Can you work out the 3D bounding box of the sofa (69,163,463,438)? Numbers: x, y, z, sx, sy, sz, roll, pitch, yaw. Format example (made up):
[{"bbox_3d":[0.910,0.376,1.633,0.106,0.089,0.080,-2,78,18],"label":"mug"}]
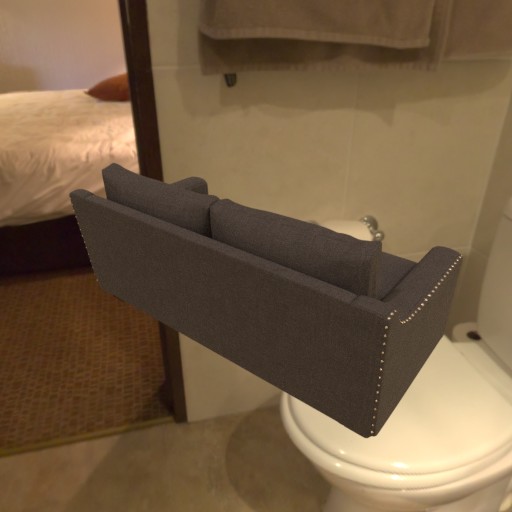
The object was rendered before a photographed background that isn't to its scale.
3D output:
[{"bbox_3d":[0.000,0.000,3.285,2.550,1.196,1.336,21,35,33],"label":"sofa"}]
